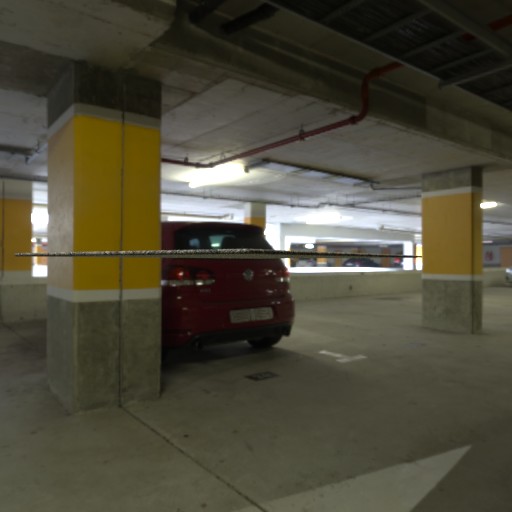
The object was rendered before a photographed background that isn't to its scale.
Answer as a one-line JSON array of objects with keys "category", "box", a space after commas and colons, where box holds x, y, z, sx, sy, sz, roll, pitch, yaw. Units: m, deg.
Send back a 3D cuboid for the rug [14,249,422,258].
[{"category": "rug", "box": [0.000, 0.000, 2.848, 1.501, 0.017, 2.298, 0, -1, 34]}]
